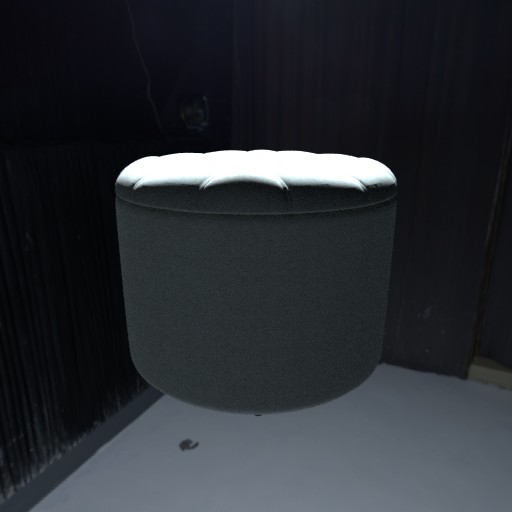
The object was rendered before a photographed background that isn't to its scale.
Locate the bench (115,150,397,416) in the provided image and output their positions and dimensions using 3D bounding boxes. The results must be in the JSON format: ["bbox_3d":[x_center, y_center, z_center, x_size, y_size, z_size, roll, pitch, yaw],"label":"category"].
[{"bbox_3d":[0.000,0.000,1.028,0.600,0.453,0.600,0,17,0],"label":"bench"}]
